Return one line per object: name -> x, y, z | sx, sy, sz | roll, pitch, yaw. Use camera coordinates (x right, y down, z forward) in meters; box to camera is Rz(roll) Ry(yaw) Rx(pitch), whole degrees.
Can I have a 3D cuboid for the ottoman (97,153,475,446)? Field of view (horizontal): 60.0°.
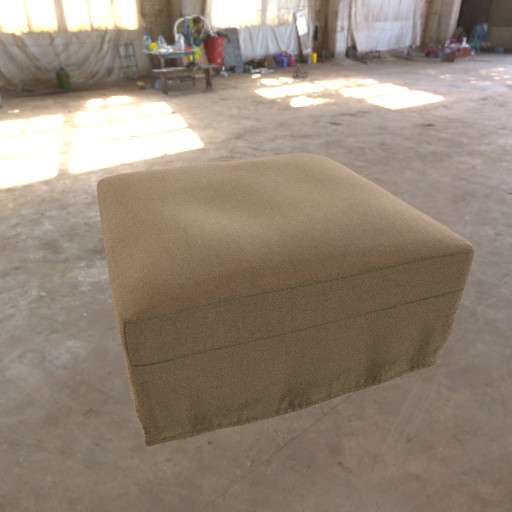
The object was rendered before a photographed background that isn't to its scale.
ottoman -> 0.000, 0.000, 1.332 | 0.843, 0.436, 0.840 | -10, 31, -17
